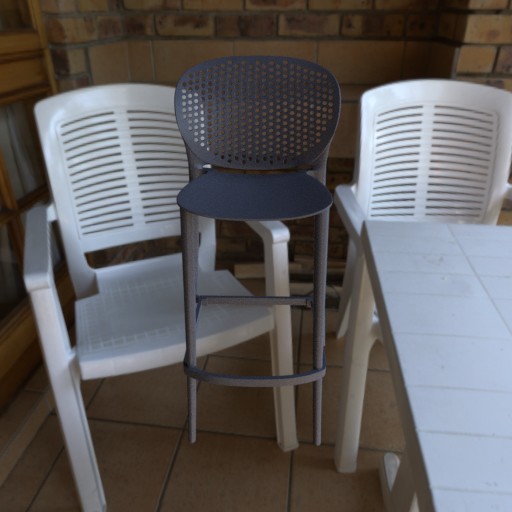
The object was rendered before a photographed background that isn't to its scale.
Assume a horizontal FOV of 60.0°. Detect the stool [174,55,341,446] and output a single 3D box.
[{"bbox_3d":[0.000,0.000,1.318,0.536,1.045,0.535,1,29,1],"label":"stool"}]
